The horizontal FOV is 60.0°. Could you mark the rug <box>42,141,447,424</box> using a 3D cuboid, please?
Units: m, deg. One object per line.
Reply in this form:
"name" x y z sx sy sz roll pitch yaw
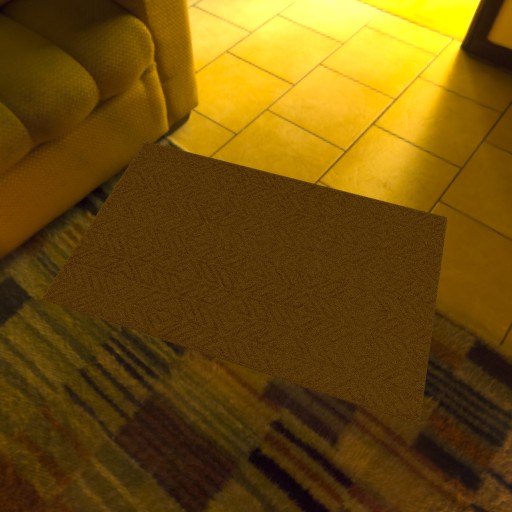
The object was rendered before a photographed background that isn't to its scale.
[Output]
"rug" 0.000 0.000 3.060 2.438 0.008 1.523 16 60 10
